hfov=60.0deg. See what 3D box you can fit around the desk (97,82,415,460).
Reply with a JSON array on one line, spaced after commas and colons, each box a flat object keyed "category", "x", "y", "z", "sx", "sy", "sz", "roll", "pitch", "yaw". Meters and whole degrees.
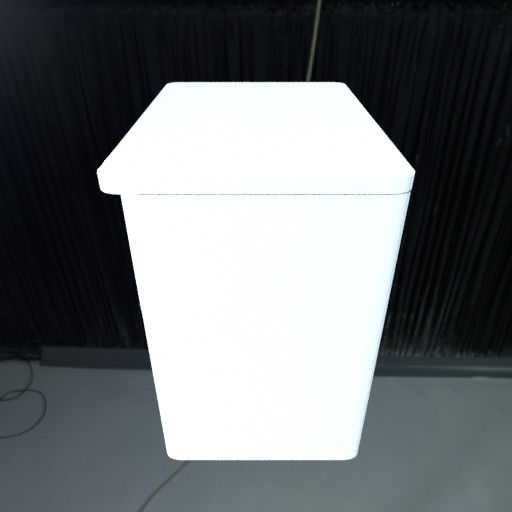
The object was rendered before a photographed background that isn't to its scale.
[{"category": "desk", "x": 0.000, "y": 0.000, "z": 1.276, "sx": 0.549, "sy": 0.800, "sz": 0.762, "roll": 0, "pitch": 33, "yaw": 0}]
